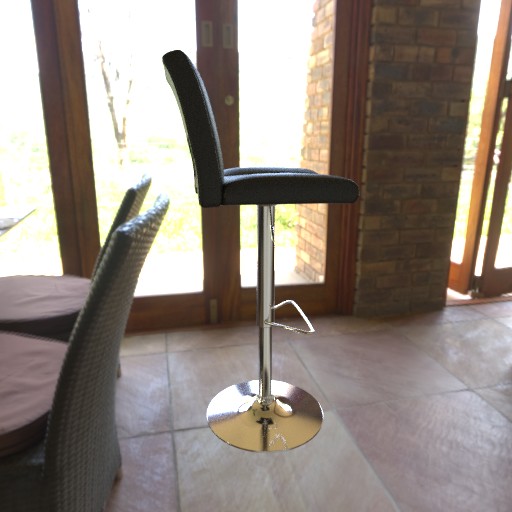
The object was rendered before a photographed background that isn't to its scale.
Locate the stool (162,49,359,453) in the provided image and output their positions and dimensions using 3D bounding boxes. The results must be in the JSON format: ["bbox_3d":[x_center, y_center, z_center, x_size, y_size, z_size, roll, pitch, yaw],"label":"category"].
[{"bbox_3d":[0.000,0.000,1.415,0.520,1.151,0.415,-2,15,-9],"label":"stool"}]
